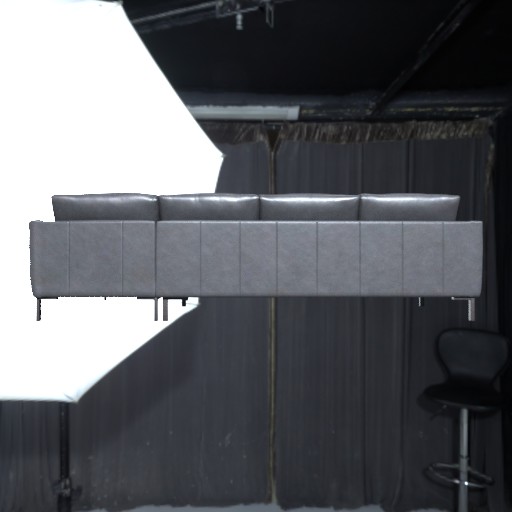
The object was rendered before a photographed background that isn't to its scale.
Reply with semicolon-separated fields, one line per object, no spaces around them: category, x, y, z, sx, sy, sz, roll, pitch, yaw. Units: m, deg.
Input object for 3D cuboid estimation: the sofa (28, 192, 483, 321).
sofa;0.000;0.000;3.612;2.993;0.859;1.471;0;0;-1
